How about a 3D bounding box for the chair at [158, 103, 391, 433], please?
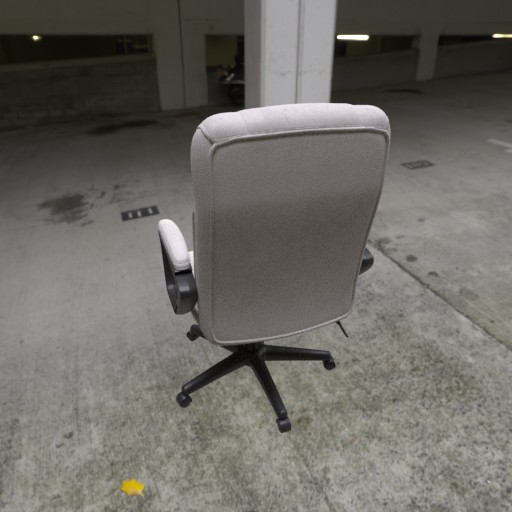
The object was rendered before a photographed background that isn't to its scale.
[{"bbox_3d":[0.000,0.000,1.561,0.667,1.105,0.724,-9,28,-17],"label":"chair"}]
